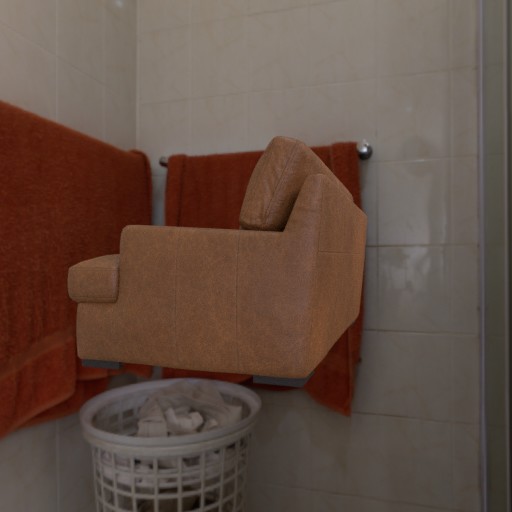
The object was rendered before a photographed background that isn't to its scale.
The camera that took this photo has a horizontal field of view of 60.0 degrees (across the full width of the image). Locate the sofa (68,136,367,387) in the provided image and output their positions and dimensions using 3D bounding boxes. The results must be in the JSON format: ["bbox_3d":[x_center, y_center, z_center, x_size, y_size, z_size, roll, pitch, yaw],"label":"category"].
[{"bbox_3d":[0.000,0.000,2.602,1.144,0.966,1.880,0,0,19],"label":"sofa"}]
